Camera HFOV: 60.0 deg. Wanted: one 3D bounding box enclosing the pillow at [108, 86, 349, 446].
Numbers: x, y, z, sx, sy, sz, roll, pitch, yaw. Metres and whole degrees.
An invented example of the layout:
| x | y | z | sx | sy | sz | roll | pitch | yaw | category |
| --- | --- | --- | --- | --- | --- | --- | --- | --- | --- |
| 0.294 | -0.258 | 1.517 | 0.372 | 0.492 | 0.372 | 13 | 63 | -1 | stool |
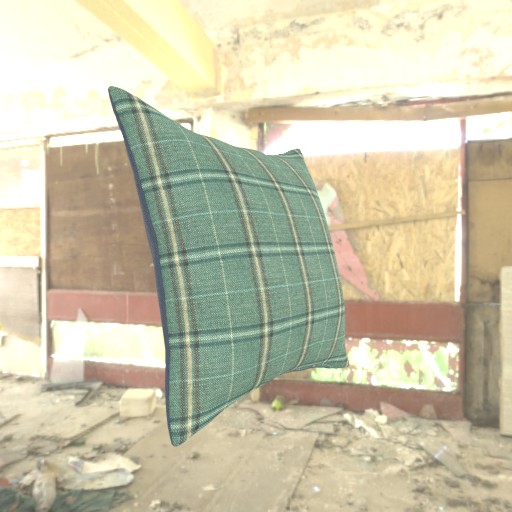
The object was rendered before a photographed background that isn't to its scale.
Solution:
| x | y | z | sx | sy | sz | roll | pitch | yaw | category |
| --- | --- | --- | --- | --- | --- | --- | --- | --- | --- |
| 0.000 | 0.000 | 0.696 | 0.200 | 0.430 | 0.453 | 1 | 2 | 37 | pillow |
